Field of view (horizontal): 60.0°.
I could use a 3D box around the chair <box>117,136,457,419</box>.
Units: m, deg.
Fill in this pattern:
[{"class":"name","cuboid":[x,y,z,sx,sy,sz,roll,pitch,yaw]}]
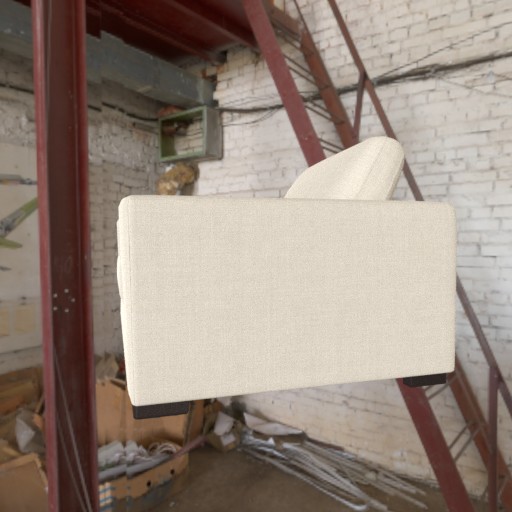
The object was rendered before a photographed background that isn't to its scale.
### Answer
[{"class":"chair","cuboid":[0.000,0.000,1.840,1.100,0.876,1.070,-1,2,-18]}]
